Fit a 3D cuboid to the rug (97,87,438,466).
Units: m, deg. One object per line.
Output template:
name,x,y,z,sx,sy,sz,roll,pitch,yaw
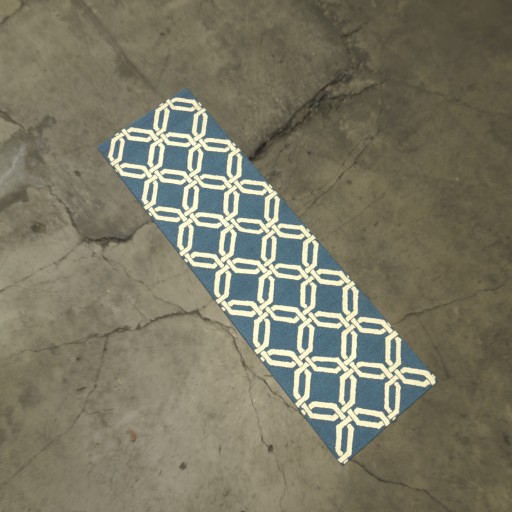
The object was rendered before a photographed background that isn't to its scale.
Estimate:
rug,0.000,0.000,2.524,0.678,0.014,2.276,-37,78,-9
